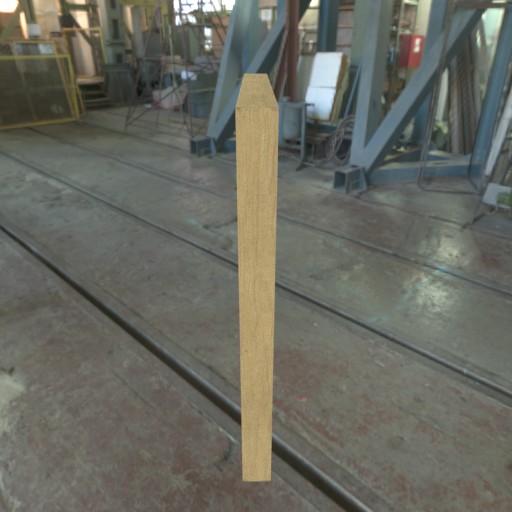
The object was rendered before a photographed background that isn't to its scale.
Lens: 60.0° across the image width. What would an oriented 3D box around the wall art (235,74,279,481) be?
[{"bbox_3d":[0.000,0.000,0.526,0.030,0.380,0.312,0,26,0],"label":"wall art"}]
